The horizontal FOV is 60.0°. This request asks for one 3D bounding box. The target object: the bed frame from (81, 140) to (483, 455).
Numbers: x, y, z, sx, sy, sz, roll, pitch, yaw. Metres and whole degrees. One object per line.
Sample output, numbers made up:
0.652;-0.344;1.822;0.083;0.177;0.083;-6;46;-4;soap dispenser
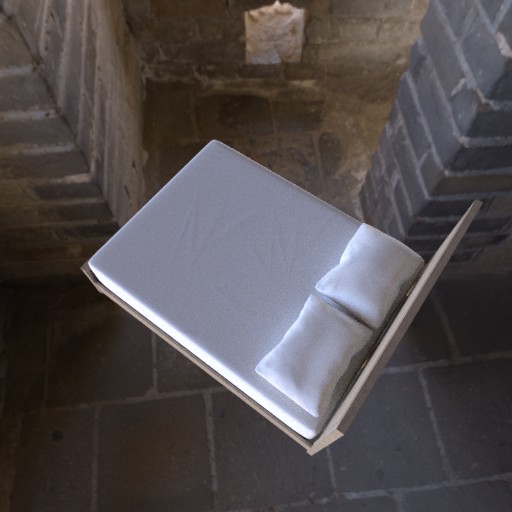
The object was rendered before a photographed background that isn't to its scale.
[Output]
0.000;0.000;3.254;2.189;1.369;1.606;33;67;16;bed frame
